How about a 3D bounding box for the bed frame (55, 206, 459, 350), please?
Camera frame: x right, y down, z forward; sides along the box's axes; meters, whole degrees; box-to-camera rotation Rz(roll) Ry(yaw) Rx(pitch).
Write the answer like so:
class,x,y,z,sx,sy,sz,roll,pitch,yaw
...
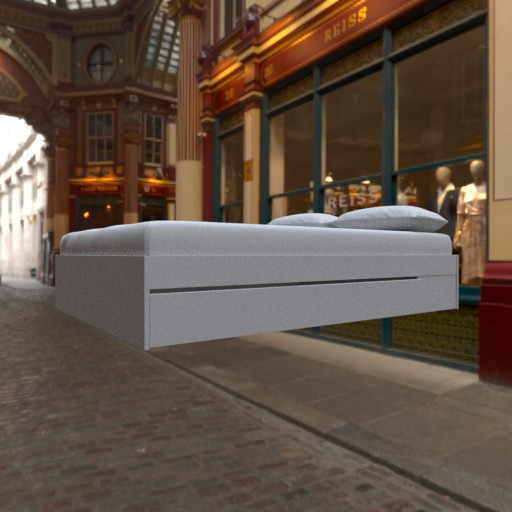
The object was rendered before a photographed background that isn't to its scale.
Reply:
class,x,y,z,sx,sy,sz,roll,pitch,yaw
bed frame,0.000,0.000,2.653,1.950,0.629,1.450,0,0,-35
